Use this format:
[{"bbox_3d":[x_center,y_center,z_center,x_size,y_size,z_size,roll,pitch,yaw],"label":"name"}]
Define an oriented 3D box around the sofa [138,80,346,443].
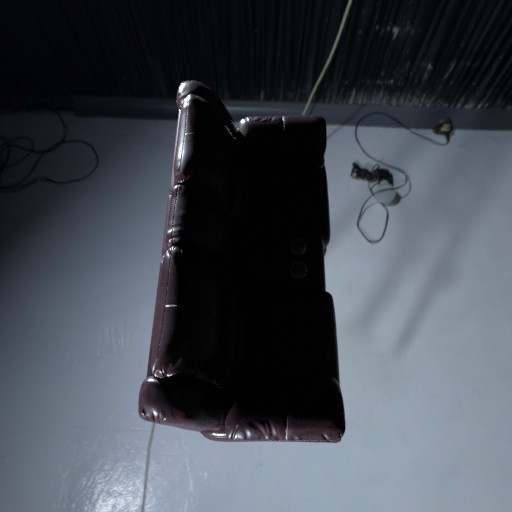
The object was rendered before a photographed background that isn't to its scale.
[{"bbox_3d":[0.000,0.000,2.658,0.991,1.043,2.058,1,65,0],"label":"sofa"}]
